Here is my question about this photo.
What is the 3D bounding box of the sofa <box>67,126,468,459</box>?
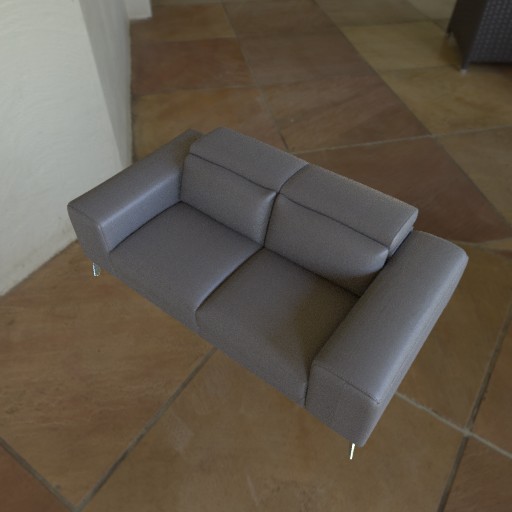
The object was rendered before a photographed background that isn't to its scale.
[{"bbox_3d":[0.000,0.000,2.465,1.930,0.753,1.024,29,53,25],"label":"sofa"}]
